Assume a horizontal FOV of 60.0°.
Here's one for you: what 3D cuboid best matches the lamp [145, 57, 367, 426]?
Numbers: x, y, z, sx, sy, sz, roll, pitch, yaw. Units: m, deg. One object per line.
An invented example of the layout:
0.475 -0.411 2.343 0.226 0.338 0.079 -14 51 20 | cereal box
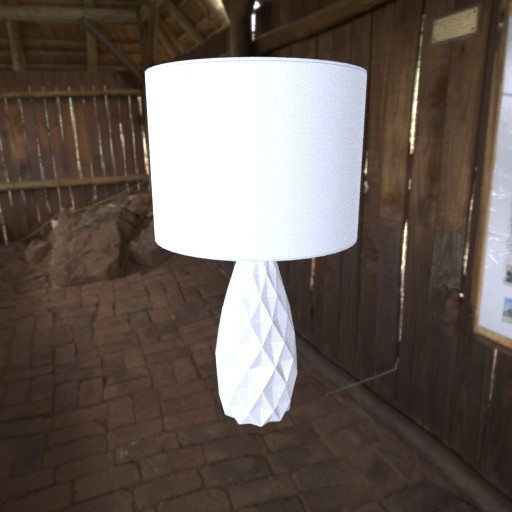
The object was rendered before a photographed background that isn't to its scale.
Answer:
0.000 0.000 0.676 0.297 0.522 0.297 0 15 0 | lamp
